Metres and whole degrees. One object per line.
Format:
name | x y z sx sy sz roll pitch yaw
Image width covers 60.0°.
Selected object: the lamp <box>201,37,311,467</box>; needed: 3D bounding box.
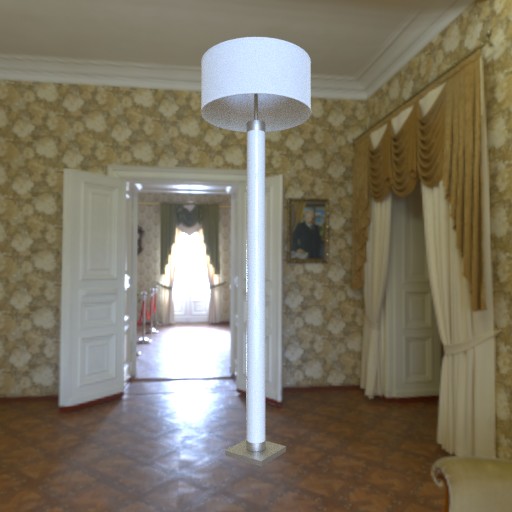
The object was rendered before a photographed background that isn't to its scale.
lamp | 0.000 0.000 1.671 0.420 1.475 0.420 -1 -2 36
